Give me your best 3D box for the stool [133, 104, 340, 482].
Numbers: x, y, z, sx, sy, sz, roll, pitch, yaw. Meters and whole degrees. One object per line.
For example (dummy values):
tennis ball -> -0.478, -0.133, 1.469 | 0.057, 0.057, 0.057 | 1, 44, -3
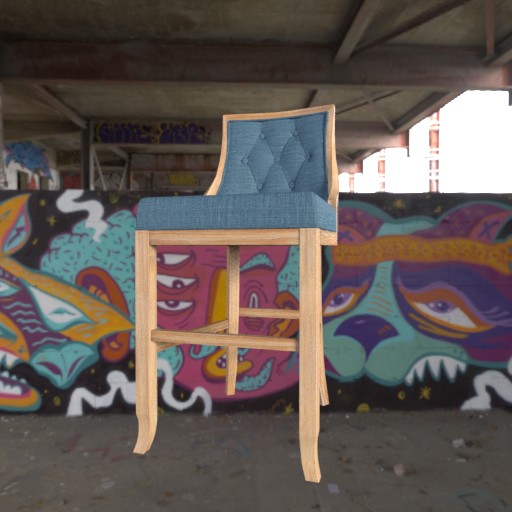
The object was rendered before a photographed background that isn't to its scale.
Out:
stool -> 0.000, 0.000, 1.450 | 0.524, 1.101, 0.626 | 0, 1, 18
